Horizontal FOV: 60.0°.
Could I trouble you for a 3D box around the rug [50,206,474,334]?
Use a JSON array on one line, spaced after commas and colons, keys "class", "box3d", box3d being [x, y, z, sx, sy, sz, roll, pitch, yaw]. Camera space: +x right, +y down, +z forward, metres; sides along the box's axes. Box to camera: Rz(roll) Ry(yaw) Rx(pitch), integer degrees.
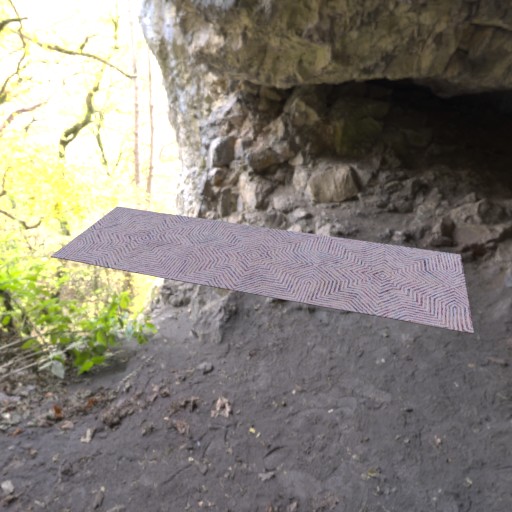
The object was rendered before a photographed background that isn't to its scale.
[{"class": "rug", "box3d": [0.000, 0.000, 2.756, 2.443, 0.009, 0.771, 9, 33, 14]}]
